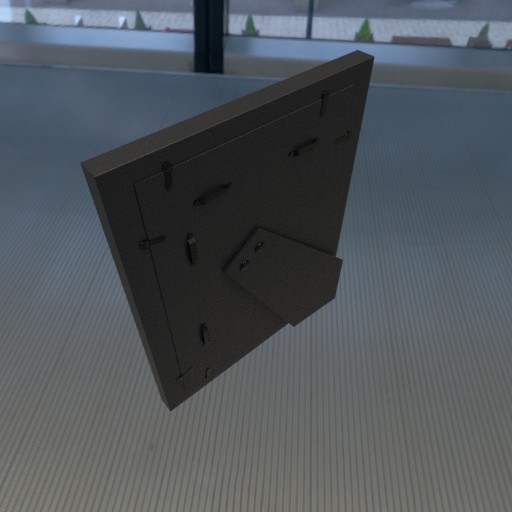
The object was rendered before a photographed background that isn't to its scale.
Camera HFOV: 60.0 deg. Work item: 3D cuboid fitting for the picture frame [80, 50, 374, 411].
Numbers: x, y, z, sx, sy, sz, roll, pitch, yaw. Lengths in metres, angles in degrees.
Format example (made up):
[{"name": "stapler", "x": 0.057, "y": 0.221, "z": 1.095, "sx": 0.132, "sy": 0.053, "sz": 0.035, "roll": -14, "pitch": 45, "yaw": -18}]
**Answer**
[{"name": "picture frame", "x": 0.000, "y": 0.000, "z": 0.520, "sx": 0.307, "sy": 0.383, "sz": 0.036, "roll": -32, "pitch": 54, "yaw": -27}]
